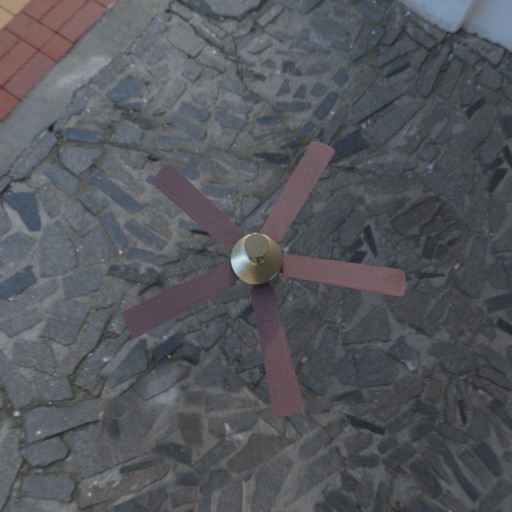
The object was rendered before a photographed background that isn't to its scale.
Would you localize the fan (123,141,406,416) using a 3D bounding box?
[{"bbox_3d":[0.000,0.000,2.019,1.321,0.356,1.321,-36,78,-9],"label":"fan"}]
